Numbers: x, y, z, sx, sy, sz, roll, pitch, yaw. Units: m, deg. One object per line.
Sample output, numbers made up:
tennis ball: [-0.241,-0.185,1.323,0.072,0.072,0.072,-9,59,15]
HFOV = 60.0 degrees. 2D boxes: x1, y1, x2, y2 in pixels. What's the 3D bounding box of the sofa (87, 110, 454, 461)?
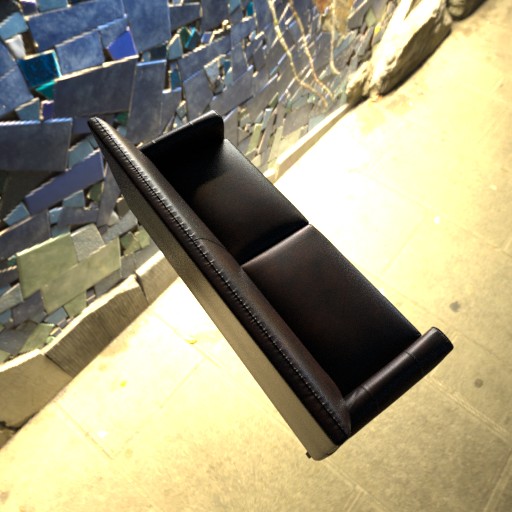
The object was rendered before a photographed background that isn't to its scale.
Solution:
sofa: [0.000,0.000,2.395,0.786,0.871,1.995,-31,62,-19]
